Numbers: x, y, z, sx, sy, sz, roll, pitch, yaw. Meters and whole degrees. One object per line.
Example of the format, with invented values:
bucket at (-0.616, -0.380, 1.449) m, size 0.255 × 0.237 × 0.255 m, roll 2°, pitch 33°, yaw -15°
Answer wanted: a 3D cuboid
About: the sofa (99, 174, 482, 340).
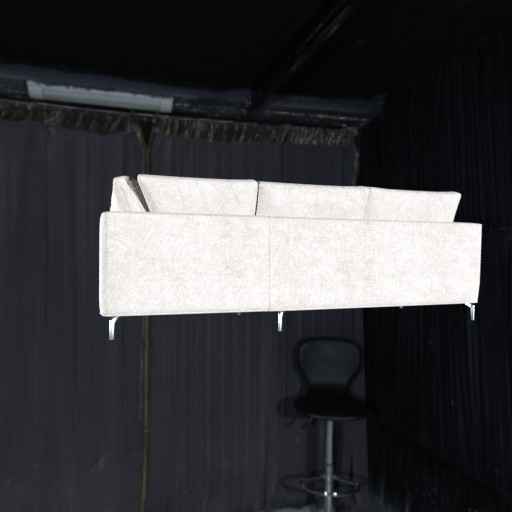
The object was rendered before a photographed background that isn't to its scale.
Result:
sofa at (0.000, 0.000, 3.694) m, size 2.438 × 0.864 × 2.438 m, roll 0°, pitch 0°, yaw -19°
